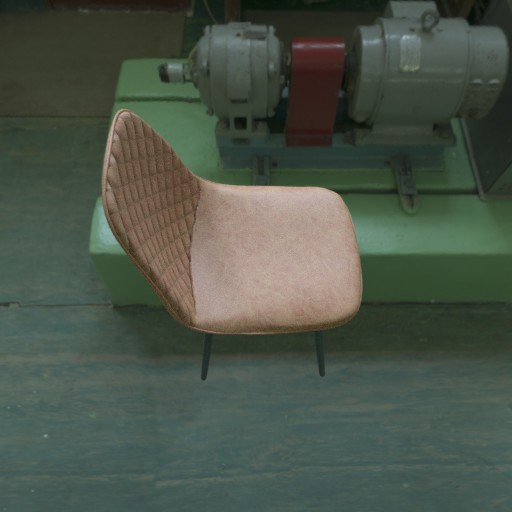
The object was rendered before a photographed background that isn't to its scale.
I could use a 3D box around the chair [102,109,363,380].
[{"bbox_3d":[0.000,0.000,1.213,0.561,0.889,0.472,-2,62,-1],"label":"chair"}]
